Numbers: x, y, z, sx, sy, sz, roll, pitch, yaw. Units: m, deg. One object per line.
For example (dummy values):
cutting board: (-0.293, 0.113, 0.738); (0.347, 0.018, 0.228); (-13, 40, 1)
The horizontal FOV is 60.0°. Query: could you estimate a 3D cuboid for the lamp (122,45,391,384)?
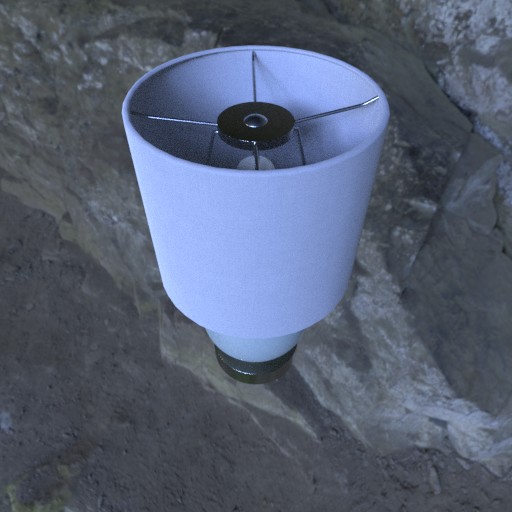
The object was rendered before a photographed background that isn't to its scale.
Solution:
lamp: (0.000, 0.000, 0.465); (0.201, 0.353, 0.201); (-24, 51, -21)
